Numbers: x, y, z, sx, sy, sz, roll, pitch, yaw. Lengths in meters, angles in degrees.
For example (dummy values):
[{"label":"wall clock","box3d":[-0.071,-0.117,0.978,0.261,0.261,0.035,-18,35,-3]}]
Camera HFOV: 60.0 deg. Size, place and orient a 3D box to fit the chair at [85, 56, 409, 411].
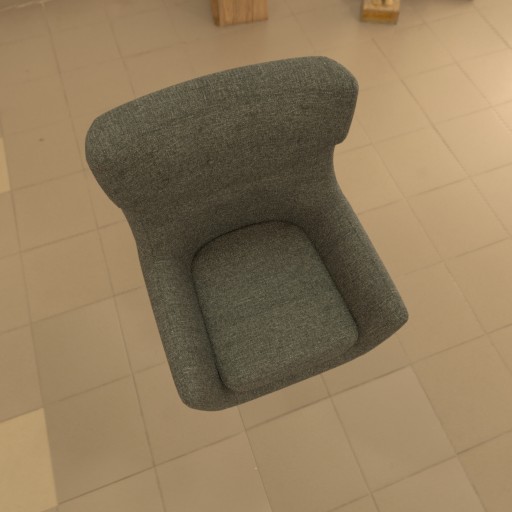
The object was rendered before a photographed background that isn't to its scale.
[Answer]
[{"label":"chair","box3d":[0.000,0.000,1.701,0.878,1.063,0.904,-19,66,-9]}]
